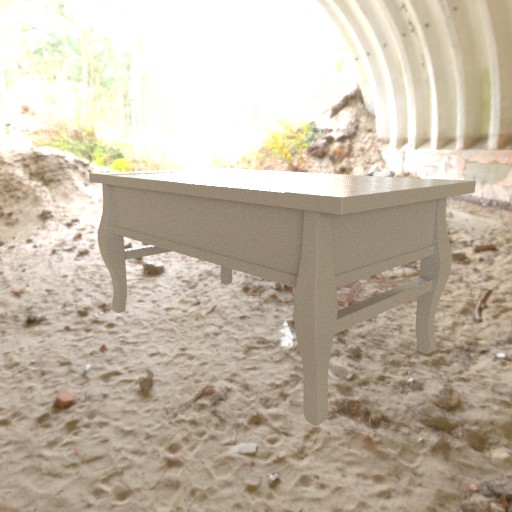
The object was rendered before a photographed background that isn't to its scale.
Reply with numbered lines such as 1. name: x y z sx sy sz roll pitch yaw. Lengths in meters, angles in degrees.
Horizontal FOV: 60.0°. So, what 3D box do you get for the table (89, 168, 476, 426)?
1. table: 0.000 0.000 1.400 0.600 0.495 1.062 -12 18 -42
